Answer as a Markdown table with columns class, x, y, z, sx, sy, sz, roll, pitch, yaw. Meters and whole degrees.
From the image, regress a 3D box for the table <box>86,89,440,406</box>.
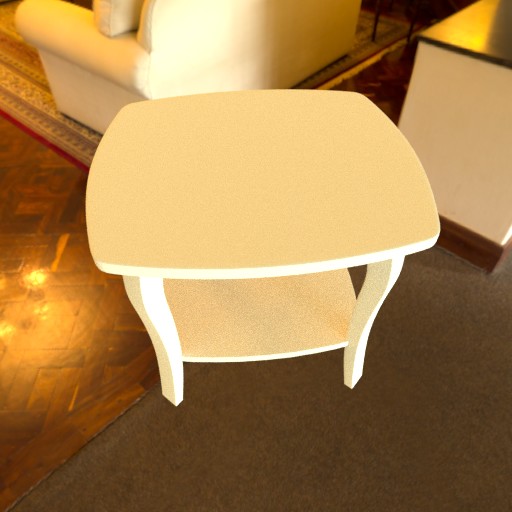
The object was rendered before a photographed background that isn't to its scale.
| class | x | y | z | sx | sy | sz | roll | pitch | yaw |
| --- | --- | --- | --- | --- | --- | --- | --- | --- | --- |
| table | 0.000 | 0.000 | 0.842 | 0.502 | 0.438 | 0.451 | -4 | 47 | -4 |
